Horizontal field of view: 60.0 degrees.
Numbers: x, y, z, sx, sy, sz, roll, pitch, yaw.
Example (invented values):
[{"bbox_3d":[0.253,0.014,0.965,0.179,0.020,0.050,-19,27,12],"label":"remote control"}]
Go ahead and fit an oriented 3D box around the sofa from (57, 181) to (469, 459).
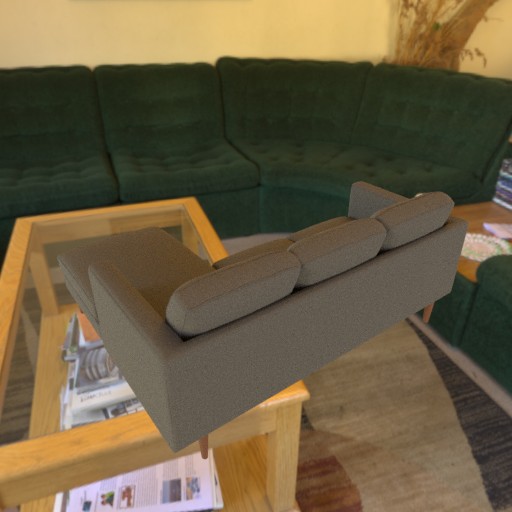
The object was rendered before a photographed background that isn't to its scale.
[{"bbox_3d":[0.000,0.000,2.813,2.031,0.897,1.591,-20,36,-31],"label":"sofa"}]
